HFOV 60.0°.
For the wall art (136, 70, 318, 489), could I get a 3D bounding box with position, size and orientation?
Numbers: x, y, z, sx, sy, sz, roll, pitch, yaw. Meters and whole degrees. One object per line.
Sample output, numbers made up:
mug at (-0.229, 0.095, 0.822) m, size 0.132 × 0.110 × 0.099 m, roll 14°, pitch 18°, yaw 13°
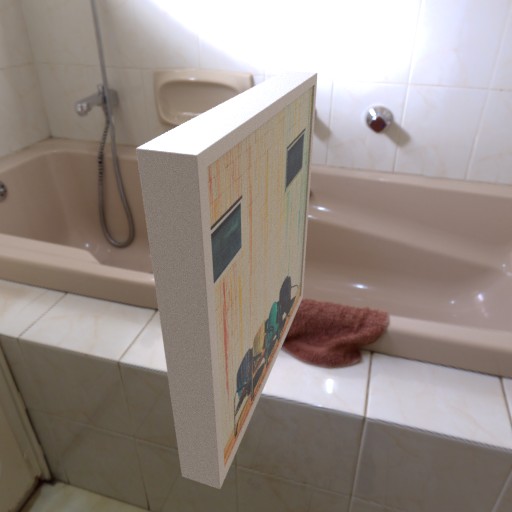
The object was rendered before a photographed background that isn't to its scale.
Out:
wall art at (0.000, 0.000, 0.445) m, size 0.038 × 0.305 × 0.305 m, roll 10°, pitch 32°, yaw 16°
